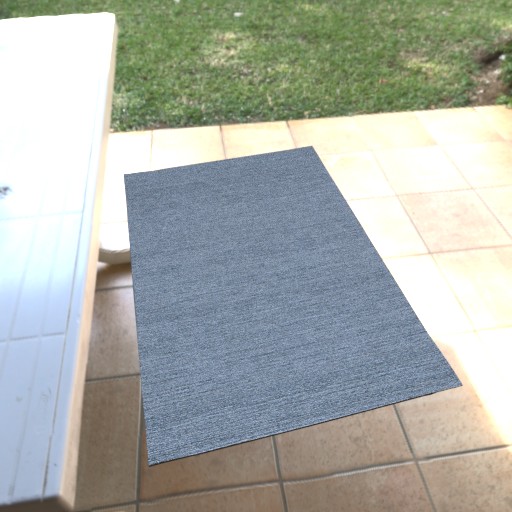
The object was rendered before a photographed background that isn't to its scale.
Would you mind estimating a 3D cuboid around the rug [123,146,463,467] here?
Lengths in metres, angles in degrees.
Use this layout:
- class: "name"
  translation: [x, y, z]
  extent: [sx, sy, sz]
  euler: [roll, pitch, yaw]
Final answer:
- class: "rug"
  translation: [0.000, 0.000, 2.933]
  extent: [1.616, 0.030, 2.338]
  euler: [-10, 47, -10]
